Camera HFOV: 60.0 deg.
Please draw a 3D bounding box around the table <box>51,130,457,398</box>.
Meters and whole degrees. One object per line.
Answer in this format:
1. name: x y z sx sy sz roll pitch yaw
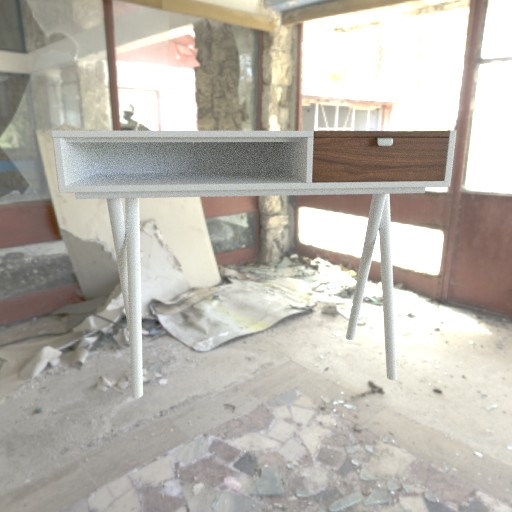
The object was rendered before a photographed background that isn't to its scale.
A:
1. table: 0.000 0.000 1.443 1.066 0.785 0.418 -2 15 -7
